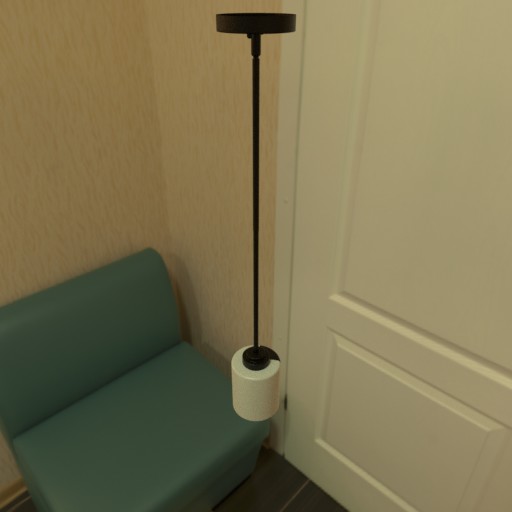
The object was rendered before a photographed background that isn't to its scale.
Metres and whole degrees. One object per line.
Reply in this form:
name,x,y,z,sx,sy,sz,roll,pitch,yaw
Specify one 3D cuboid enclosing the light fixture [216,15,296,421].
light fixture,0.000,0.000,0.901,0.123,0.863,0.123,8,32,13
